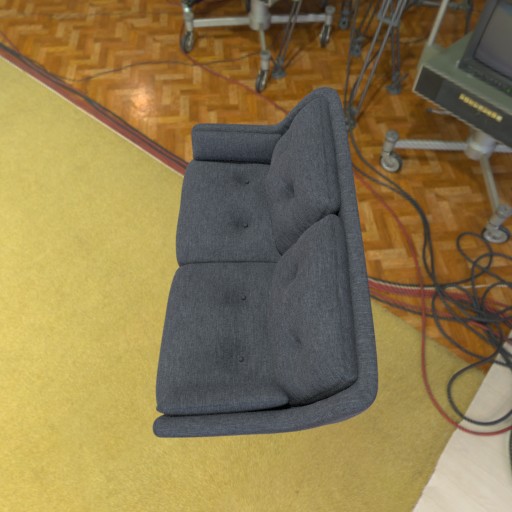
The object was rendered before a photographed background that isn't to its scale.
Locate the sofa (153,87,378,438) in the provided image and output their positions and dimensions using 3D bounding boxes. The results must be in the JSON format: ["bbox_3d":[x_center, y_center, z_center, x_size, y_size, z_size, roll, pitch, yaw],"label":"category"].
[{"bbox_3d":[0.000,0.000,2.457,0.975,0.896,1.929,1,58,0],"label":"sofa"}]
